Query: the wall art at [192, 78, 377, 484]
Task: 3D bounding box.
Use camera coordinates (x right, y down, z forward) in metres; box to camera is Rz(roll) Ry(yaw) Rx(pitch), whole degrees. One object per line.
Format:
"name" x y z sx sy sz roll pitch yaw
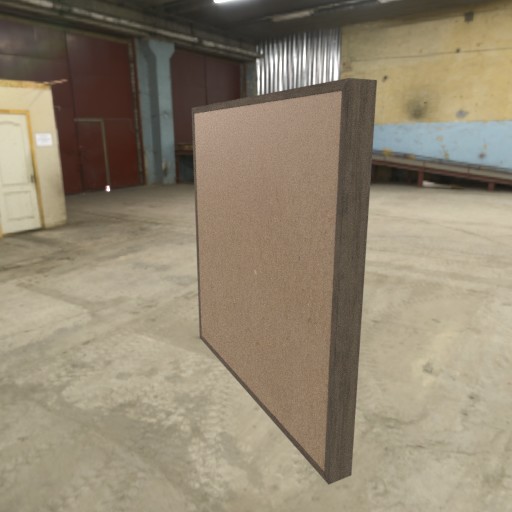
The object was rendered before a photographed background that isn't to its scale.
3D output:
"wall art" 0.000 0.000 0.755 0.038 0.508 0.508 -7 16 -26
